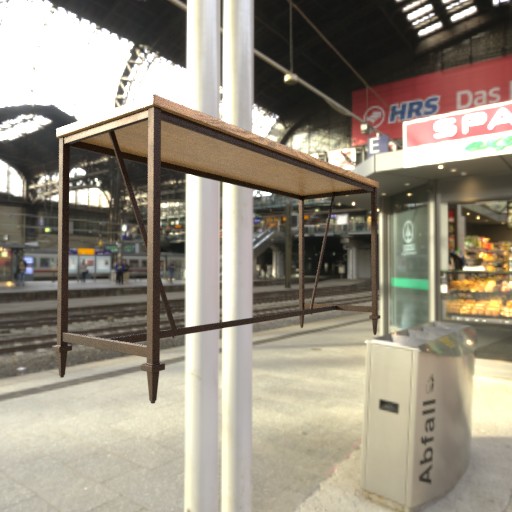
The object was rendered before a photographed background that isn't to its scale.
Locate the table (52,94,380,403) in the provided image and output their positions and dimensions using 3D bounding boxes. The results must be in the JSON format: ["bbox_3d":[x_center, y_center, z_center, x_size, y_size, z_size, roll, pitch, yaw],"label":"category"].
[{"bbox_3d":[0.000,0.000,2.115,0.551,0.902,1.700,-1,-2,37],"label":"table"}]
